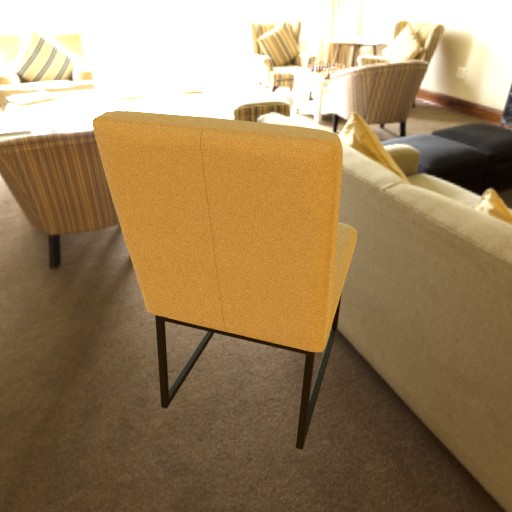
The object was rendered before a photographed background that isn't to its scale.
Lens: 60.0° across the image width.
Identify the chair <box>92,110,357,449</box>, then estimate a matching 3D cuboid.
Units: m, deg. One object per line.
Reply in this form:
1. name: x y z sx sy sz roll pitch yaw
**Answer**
1. chair: 0.000 0.000 1.309 0.520 0.930 0.634 10 33 16
